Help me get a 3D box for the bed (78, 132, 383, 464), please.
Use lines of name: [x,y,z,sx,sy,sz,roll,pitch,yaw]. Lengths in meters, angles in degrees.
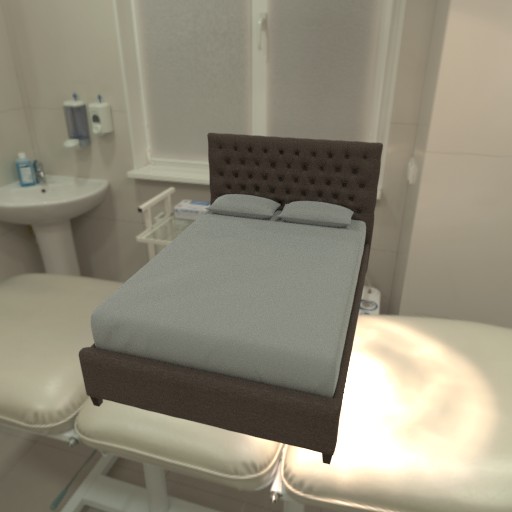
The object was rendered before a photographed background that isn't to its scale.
bed: [0.000,0.000,3.515,1.698,1.427,2.387,8,27,15]
